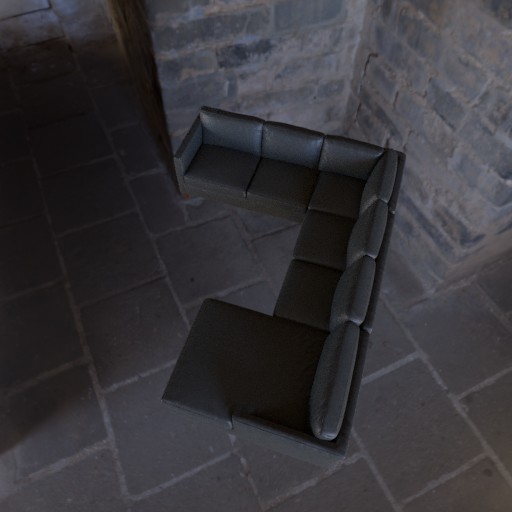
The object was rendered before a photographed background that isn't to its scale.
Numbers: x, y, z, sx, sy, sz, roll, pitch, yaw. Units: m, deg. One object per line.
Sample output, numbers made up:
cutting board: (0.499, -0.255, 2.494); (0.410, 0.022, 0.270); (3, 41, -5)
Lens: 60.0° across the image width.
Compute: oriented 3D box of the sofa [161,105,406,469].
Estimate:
sofa: (0.000, 0.000, 4.689); (2.593, 0.923, 3.460); (15, 59, 10)
